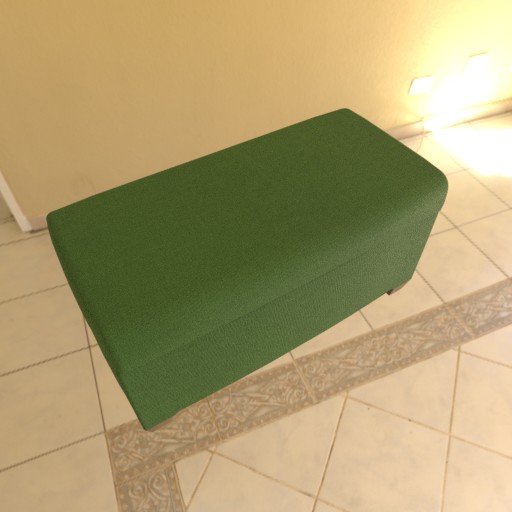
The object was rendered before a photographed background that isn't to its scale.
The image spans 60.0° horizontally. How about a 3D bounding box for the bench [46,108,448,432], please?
[{"bbox_3d":[0.000,0.000,1.310,0.989,0.501,0.505,-25,53,-21],"label":"bench"}]
